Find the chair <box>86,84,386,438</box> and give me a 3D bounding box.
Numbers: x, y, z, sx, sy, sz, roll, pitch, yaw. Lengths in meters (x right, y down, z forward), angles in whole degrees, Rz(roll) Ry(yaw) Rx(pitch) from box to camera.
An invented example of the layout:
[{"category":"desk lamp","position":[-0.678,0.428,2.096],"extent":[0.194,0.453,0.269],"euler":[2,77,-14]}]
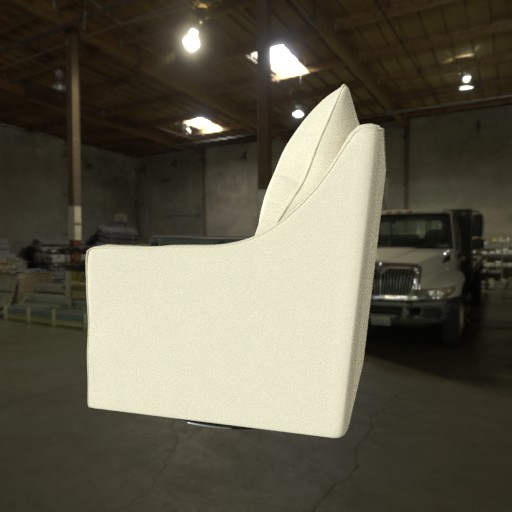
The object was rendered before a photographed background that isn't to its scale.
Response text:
[{"category":"chair","position":[0.000,0.000,1.571],"extent":[0.876,0.965,0.756],"euler":[0,1,17]}]
